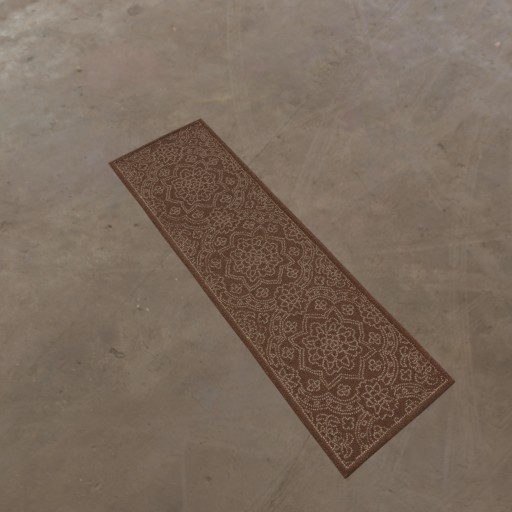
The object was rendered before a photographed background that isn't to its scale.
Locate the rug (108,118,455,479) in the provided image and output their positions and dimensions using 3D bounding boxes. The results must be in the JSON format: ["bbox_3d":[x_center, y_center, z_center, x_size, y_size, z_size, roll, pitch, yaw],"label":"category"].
[{"bbox_3d":[0.000,0.000,2.682,0.769,0.012,2.448,-32,64,-18],"label":"rug"}]
